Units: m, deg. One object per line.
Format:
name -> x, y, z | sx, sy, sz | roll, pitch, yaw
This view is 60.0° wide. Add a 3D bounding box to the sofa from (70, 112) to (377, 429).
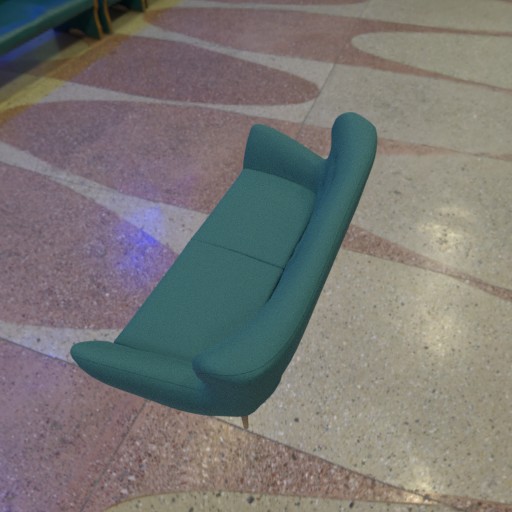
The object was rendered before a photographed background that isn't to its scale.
sofa -> 0.000, 0.000, 2.402 | 0.889, 0.890, 1.930 | 18, 50, 16
